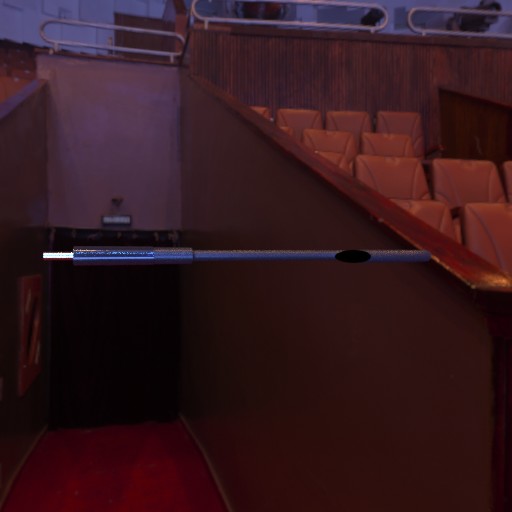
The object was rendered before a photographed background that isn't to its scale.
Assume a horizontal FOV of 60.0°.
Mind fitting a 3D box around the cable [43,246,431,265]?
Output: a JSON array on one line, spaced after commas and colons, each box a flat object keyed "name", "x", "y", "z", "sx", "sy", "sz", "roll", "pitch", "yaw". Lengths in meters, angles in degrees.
[{"name": "cable", "x": 0.000, "y": 0.000, "z": 0.110, "sx": 0.098, "sy": 0.005, "sz": 0.041, "roll": 0, "pitch": 1, "yaw": -19}]
